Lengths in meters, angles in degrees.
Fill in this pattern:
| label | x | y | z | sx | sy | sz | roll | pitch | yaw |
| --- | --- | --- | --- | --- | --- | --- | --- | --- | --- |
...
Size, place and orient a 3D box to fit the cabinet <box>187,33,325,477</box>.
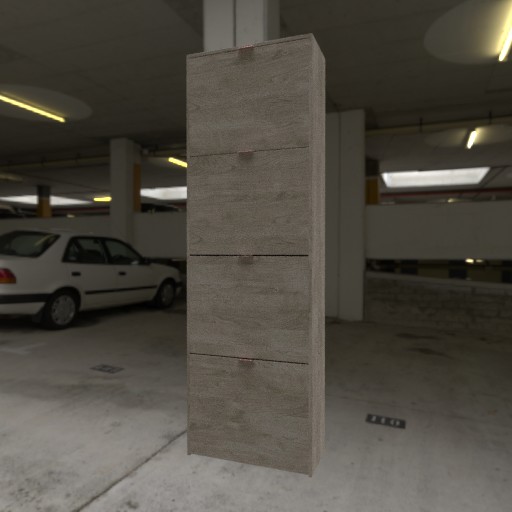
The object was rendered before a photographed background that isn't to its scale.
| label | x | y | z | sx | sy | sz | roll | pitch | yaw |
| --- | --- | --- | --- | --- | --- | --- | --- | --- | --- |
| cabinet | 0.000 | 0.000 | 1.819 | 0.520 | 1.630 | 0.250 | 0 | 1 | 20 |
